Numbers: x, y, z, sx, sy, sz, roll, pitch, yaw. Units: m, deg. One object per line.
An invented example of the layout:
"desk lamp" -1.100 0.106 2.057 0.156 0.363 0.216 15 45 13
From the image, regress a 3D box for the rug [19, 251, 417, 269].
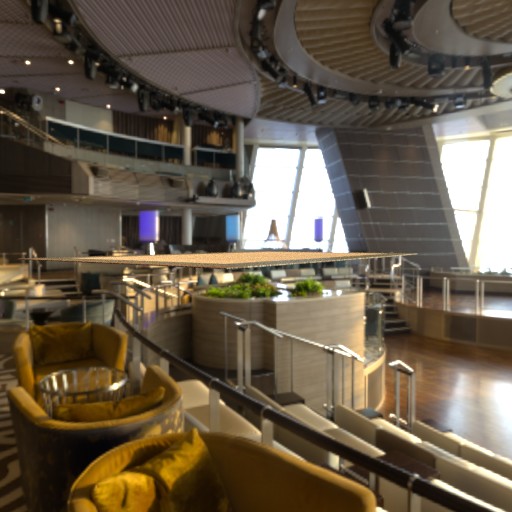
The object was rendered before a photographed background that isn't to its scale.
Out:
"rug" 0.000 0.000 2.987 1.521 0.006 2.435 1 2 36
